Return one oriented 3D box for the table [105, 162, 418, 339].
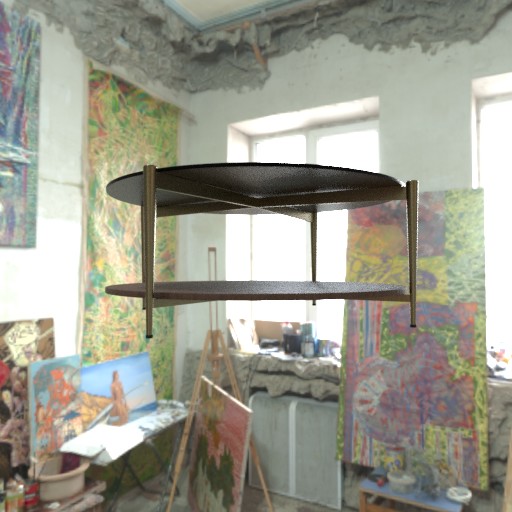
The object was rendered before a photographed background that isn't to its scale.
[{"bbox_3d":[0.000,0.000,1.458,0.938,0.400,0.938,0,-1,0],"label":"table"}]
